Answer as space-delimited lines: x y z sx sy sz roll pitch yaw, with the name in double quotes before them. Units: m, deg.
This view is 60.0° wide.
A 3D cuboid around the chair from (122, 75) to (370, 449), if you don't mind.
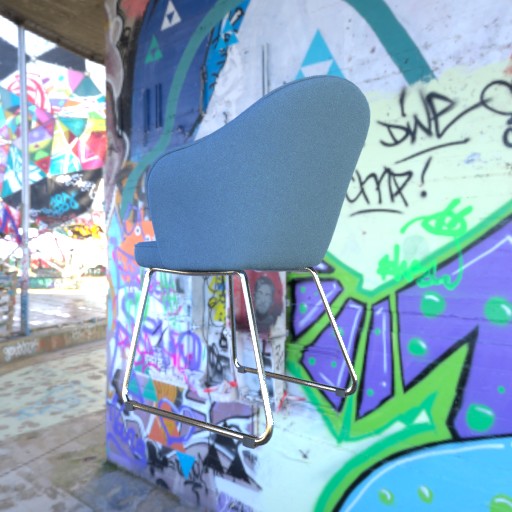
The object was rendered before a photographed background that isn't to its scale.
"chair" 0.000 0.000 1.214 0.585 0.815 0.570 0 1 38
